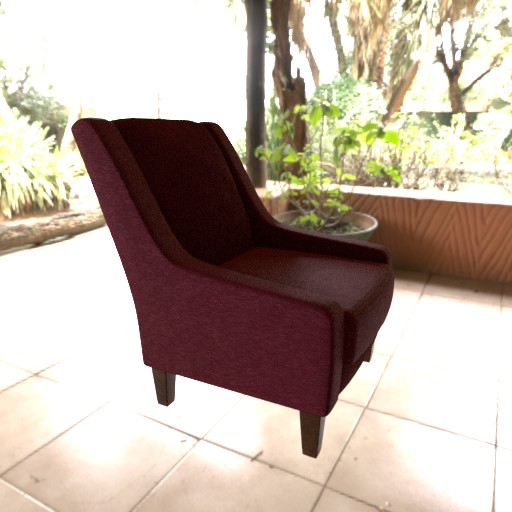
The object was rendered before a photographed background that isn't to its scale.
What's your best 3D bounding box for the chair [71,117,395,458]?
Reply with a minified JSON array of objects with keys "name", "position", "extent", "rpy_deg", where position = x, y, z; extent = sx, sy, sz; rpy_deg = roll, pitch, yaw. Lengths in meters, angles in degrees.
[{"name":"chair","position":[0.000,0.000,1.697],"extent":[0.985,1.017,0.793],"rpy_deg":[8,18,27]}]
